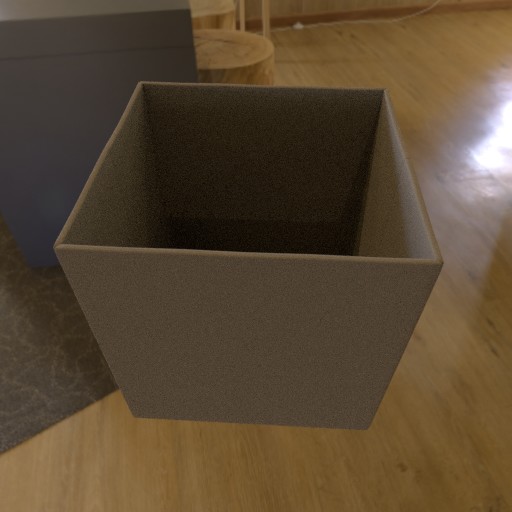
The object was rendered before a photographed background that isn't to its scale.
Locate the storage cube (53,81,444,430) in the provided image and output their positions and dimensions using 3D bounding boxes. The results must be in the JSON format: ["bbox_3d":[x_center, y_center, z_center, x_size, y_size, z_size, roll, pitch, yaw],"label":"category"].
[{"bbox_3d":[0.000,0.000,0.490,0.270,0.280,0.270,2,47,2],"label":"storage cube"}]
